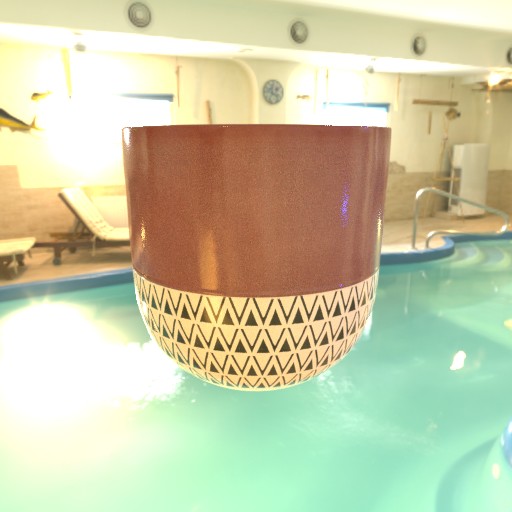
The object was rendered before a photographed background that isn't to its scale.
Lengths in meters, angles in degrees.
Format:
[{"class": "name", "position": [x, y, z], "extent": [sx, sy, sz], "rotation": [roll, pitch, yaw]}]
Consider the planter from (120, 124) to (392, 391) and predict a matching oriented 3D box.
[{"class": "planter", "position": [0.000, 0.000, 0.486], "extent": [0.266, 0.270, 0.266], "rotation": [0, 15, 0]}]
